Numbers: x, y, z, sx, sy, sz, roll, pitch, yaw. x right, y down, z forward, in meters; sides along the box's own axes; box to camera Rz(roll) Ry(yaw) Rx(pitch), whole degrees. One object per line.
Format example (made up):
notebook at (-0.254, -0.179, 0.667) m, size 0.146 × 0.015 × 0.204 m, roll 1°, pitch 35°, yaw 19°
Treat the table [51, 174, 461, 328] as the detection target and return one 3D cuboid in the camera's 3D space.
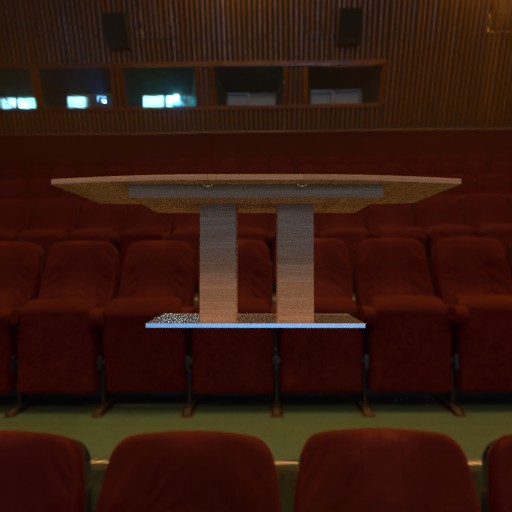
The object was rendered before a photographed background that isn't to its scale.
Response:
table at (0.000, 0.000, 2.522) m, size 2.032 × 0.750 × 0.900 m, roll 0°, pitch -1°, yaw 0°
